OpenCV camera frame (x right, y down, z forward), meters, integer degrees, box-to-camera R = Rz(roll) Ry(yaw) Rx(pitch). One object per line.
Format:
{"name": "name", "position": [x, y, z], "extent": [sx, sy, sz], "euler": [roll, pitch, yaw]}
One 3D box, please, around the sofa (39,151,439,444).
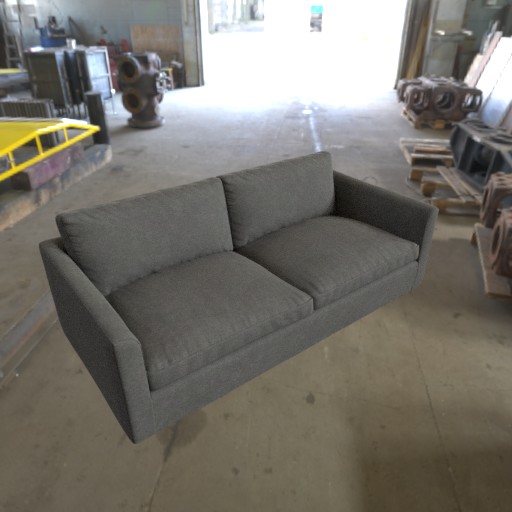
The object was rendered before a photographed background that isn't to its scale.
{"name": "sofa", "position": [0.000, 0.000, 2.791], "extent": [2.257, 0.838, 1.092], "euler": [-21, 35, -32]}
